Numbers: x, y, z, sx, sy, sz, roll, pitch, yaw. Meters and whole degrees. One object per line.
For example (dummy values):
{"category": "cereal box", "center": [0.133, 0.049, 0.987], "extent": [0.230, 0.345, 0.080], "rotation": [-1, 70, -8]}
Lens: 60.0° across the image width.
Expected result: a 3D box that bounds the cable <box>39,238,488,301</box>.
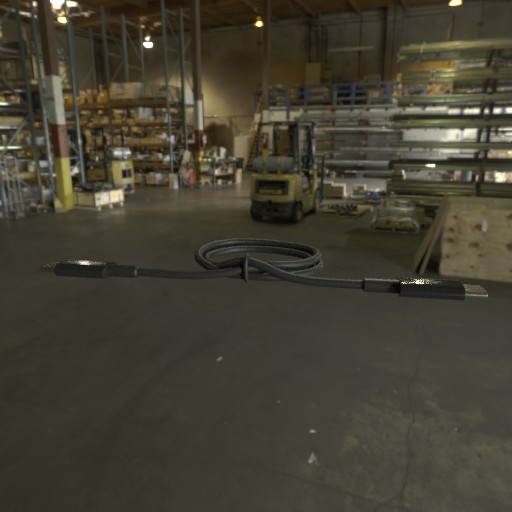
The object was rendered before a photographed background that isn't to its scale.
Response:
{"category": "cable", "center": [0.000, 0.000, 0.228], "extent": [0.203, 0.014, 0.070], "rotation": [3, 15, 10]}
